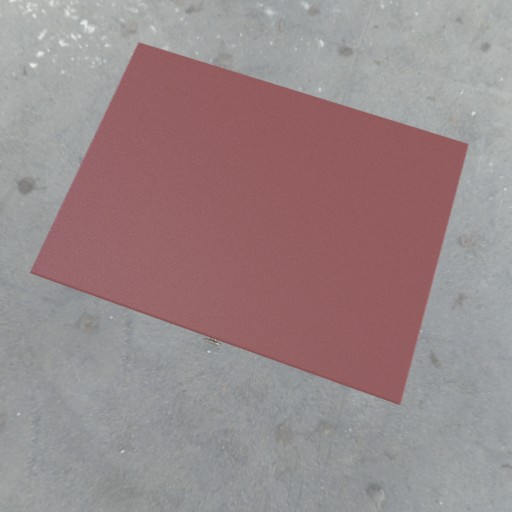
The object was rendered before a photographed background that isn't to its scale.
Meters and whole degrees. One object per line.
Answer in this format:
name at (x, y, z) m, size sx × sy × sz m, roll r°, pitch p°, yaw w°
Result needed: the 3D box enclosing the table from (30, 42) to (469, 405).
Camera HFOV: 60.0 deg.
table at (0.000, 0.000, 1.050) m, size 0.599 × 0.686 × 0.451 m, roll 19°, pitch 78°, yaw 4°
